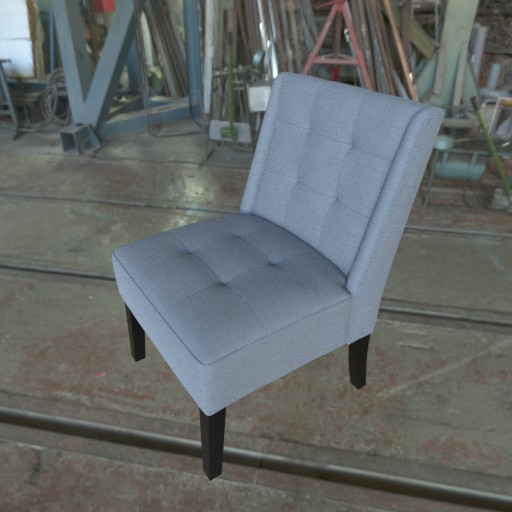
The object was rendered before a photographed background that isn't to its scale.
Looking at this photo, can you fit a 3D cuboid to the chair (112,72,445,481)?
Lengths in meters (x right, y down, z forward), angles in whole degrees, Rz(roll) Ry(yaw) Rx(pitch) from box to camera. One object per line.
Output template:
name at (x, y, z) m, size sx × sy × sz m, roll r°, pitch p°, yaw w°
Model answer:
chair at (0.000, 0.000, 1.248) m, size 0.676 × 0.853 × 0.569 m, roll -20°, pitch 37°, yaw -29°
